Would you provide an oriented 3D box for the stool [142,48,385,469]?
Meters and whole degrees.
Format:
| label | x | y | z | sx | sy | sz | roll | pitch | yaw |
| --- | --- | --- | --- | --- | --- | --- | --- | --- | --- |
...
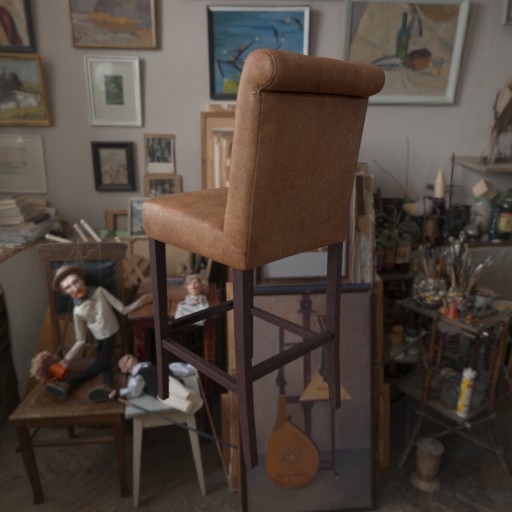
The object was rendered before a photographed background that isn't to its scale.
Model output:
| label | x | y | z | sx | sy | sz | roll | pitch | yaw |
| --- | --- | --- | --- | --- | --- | --- | --- | --- | --- |
| stool | 0.000 | 0.000 | 1.436 | 0.493 | 1.140 | 0.601 | -15 | 23 | -41 |
